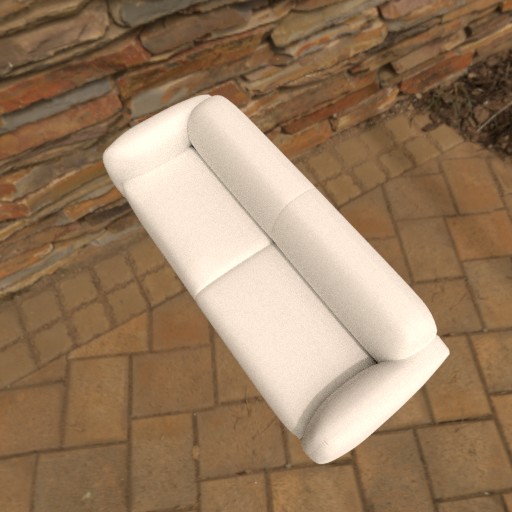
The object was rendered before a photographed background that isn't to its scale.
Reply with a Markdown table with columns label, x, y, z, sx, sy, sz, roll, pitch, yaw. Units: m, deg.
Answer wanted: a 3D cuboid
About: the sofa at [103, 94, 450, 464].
| label | x | y | z | sx | sy | sz | roll | pitch | yaw |
| --- | --- | --- | --- | --- | --- | --- | --- | --- | --- |
| sofa | 0.000 | 0.000 | 2.642 | 0.880 | 0.780 | 2.257 | -33 | 68 | -16 |
